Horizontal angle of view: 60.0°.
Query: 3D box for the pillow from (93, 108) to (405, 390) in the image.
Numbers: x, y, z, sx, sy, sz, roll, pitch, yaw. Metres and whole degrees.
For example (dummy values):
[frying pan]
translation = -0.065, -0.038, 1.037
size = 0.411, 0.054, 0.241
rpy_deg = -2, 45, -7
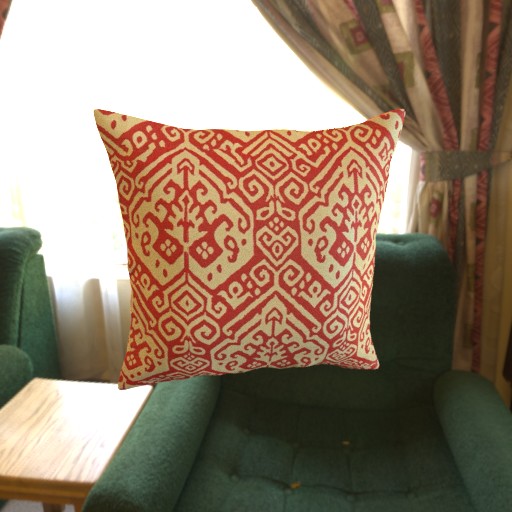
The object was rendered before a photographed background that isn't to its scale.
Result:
[pillow]
translation = 0.000, 0.000, 0.801
size = 0.522, 0.507, 0.192
rpy_deg = -3, 17, -9
